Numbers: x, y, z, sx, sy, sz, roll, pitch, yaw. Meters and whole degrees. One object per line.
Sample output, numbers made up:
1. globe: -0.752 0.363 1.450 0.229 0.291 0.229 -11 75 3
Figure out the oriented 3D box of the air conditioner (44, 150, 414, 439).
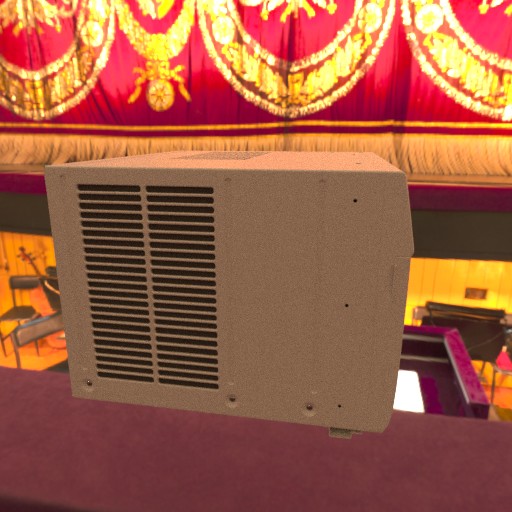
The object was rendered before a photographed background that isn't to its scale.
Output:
1. air conditioner: 0.000 0.000 1.042 0.599 0.455 0.645 3 16 10
